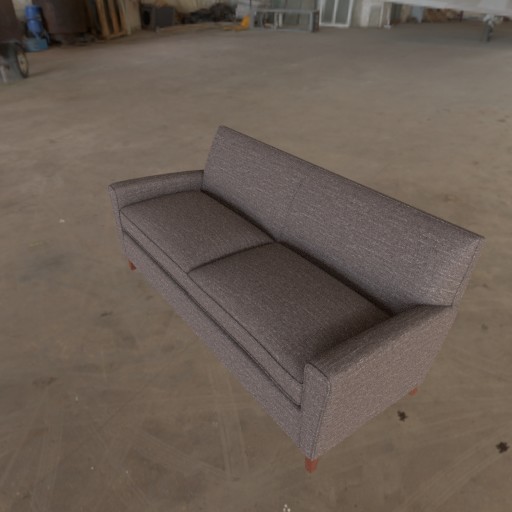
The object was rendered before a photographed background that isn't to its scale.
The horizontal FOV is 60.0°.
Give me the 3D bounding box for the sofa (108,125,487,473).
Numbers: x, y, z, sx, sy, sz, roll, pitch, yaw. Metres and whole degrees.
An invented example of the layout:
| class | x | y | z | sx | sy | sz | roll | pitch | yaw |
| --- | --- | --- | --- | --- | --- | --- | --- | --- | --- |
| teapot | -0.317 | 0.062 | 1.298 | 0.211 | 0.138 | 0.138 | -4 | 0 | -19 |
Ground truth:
| class | x | y | z | sx | sy | sz | roll | pitch | yaw |
| --- | --- | --- | --- | --- | --- | --- | --- | --- | --- |
| sofa | 0.000 | 0.000 | 2.396 | 0.875 | 0.846 | 1.976 | -21 | 38 | -30 |
